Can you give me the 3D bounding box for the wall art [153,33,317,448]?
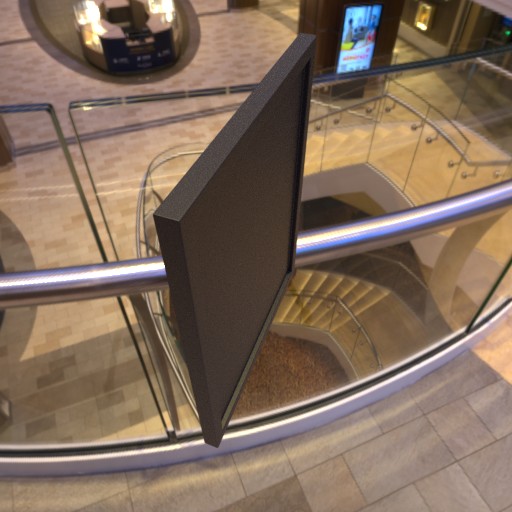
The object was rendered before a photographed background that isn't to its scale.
[{"bbox_3d":[0.000,0.000,0.750,0.028,0.559,0.457,16,49,14],"label":"wall art"}]
